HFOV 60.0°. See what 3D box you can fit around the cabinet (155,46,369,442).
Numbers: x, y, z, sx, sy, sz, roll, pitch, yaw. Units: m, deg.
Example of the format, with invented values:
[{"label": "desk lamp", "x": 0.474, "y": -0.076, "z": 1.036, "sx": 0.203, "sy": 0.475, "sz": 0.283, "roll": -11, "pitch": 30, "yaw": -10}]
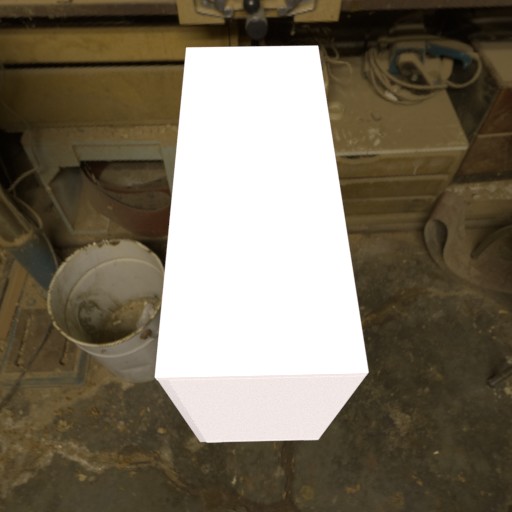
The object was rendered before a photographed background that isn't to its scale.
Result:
[{"label": "cabinet", "x": 0.000, "y": 0.000, "z": 1.427, "sx": 0.400, "sy": 0.800, "sz": 1.000, "roll": -1, "pitch": 59, "yaw": -1}]
